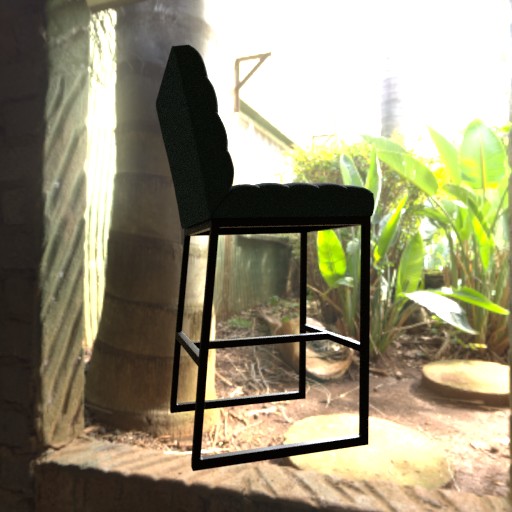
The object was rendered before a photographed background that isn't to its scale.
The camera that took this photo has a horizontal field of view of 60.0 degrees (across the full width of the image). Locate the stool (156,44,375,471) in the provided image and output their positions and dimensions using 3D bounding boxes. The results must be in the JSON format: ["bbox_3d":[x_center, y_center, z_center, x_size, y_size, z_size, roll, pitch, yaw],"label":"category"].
[{"bbox_3d":[0.000,0.000,1.348,0.560,1.040,0.460,0,0,-18],"label":"stool"}]
